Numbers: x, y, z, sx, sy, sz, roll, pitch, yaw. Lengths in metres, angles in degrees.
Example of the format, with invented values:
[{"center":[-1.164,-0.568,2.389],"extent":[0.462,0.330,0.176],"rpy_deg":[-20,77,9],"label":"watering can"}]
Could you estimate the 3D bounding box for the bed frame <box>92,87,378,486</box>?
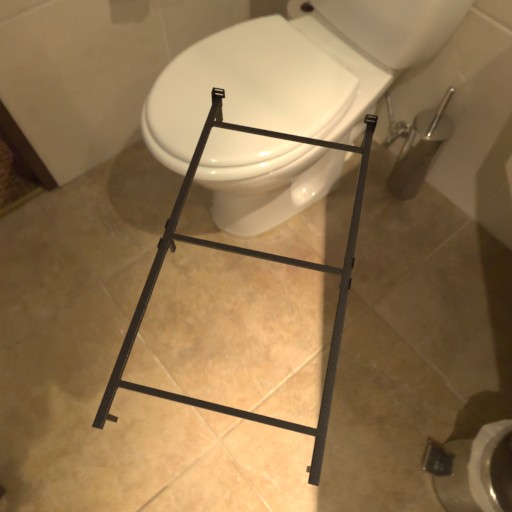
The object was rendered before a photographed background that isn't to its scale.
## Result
[{"center":[0.000,0.000,2.241],"extent":[0.968,0.248,1.897],"rpy_deg":[12,65,6],"label":"bed frame"}]
